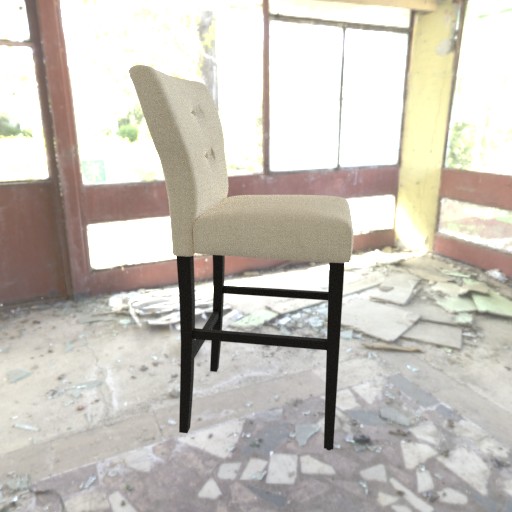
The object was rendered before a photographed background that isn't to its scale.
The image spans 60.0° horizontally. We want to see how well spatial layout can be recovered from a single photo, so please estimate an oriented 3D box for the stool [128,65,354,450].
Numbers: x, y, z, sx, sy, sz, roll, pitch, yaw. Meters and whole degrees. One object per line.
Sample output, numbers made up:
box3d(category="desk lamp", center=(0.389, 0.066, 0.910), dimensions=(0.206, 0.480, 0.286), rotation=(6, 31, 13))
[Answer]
box3d(category="stool", center=(0.000, 0.000, 1.457), dimensions=(0.603, 1.124, 0.516), rotation=(3, 17, 9))
